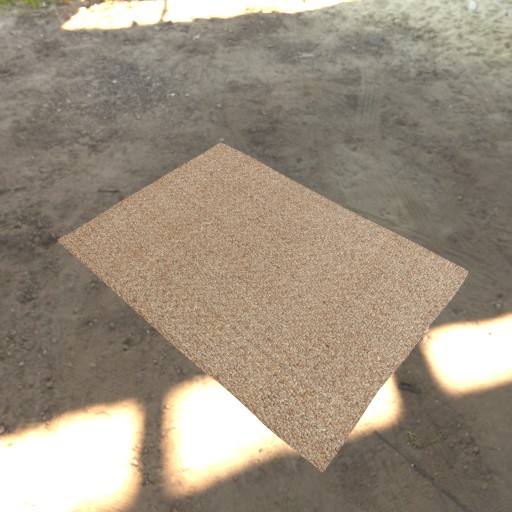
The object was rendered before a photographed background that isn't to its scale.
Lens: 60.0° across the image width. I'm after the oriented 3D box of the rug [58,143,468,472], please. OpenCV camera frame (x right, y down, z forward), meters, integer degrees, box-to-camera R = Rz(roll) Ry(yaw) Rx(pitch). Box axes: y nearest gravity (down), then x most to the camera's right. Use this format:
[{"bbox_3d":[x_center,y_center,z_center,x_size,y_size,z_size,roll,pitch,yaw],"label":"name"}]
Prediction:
[{"bbox_3d":[0.000,0.000,2.784,2.141,0.013,1.566,33,55,27],"label":"rug"}]
